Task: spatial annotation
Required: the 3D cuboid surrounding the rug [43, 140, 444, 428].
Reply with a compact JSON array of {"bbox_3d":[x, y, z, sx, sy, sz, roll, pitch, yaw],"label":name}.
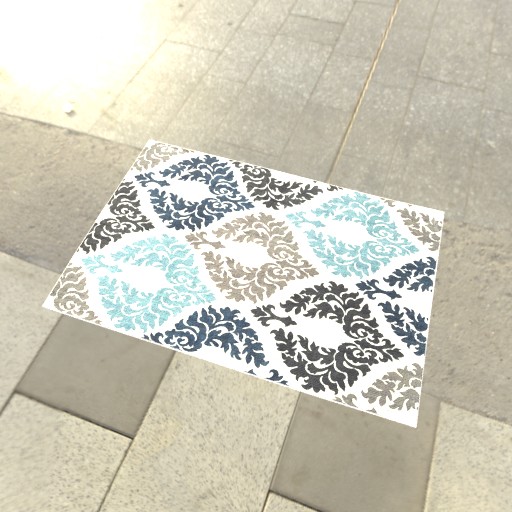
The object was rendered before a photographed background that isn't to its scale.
[{"bbox_3d":[0.000,0.000,2.903,2.275,0.014,1.514,16,59,9],"label":"rug"}]
